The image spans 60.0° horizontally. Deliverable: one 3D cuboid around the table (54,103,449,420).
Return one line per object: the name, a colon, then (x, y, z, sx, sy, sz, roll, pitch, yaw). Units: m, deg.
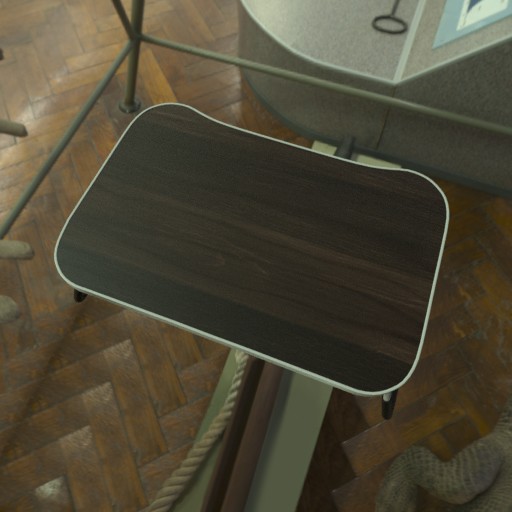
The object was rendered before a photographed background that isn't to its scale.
table: (0.000, 0.000, 0.835, 0.660, 0.232, 0.400, 19, 66, 9)
